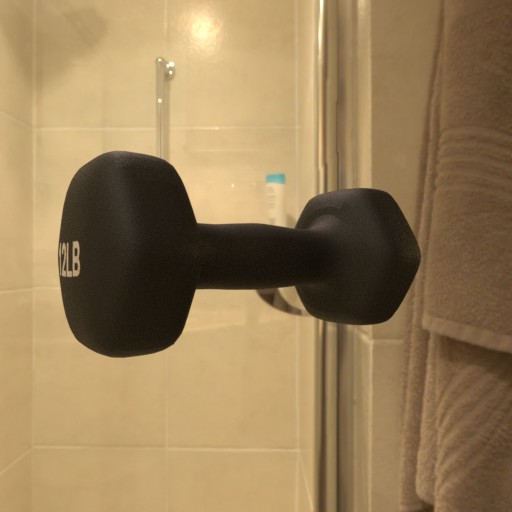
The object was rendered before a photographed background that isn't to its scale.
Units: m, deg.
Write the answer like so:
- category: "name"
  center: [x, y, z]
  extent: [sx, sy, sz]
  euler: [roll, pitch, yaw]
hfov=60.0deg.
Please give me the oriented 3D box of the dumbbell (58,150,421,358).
- category: "dumbbell"
  center: [0.000, 0.000, 0.287]
  extent: [0.231, 0.101, 0.112]
  euler: [0, -1, -36]
